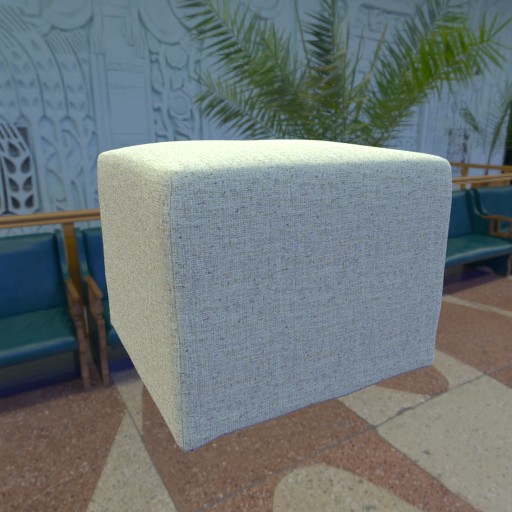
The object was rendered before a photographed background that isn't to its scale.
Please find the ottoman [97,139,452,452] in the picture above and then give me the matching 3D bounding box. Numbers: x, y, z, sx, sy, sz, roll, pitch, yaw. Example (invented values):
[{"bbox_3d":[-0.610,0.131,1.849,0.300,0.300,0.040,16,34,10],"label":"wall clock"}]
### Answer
[{"bbox_3d":[0.000,0.000,0.896,0.521,0.453,0.512,-8,18,-27],"label":"ottoman"}]
